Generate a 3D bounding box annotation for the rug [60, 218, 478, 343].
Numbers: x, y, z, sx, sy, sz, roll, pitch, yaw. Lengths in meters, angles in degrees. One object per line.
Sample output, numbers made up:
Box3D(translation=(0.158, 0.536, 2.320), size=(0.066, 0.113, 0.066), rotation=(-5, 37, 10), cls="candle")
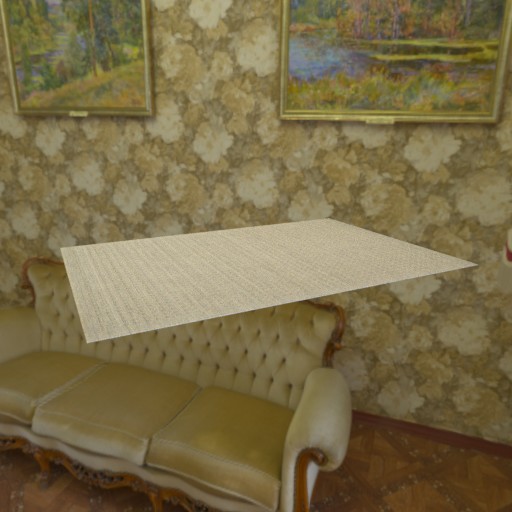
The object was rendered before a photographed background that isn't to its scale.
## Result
Box3D(translation=(0.000, 0.000, 3.701), size=(2.895, 0.006, 1.981), rotation=(-8, 18, -25), cls="rug")
